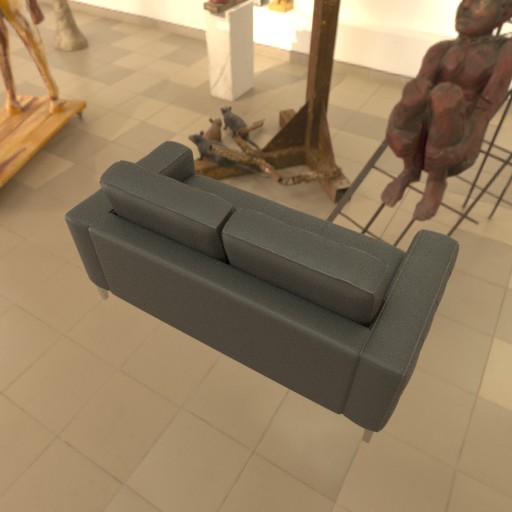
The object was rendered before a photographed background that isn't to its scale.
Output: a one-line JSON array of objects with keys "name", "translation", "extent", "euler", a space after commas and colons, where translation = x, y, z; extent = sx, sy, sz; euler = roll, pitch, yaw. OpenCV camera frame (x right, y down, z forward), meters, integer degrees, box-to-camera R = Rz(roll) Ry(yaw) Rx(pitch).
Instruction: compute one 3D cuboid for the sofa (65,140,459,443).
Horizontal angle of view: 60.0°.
[{"name": "sofa", "translation": [0.000, 0.000, 2.210], "extent": [1.726, 0.893, 0.833], "euler": [23, 50, 21]}]
